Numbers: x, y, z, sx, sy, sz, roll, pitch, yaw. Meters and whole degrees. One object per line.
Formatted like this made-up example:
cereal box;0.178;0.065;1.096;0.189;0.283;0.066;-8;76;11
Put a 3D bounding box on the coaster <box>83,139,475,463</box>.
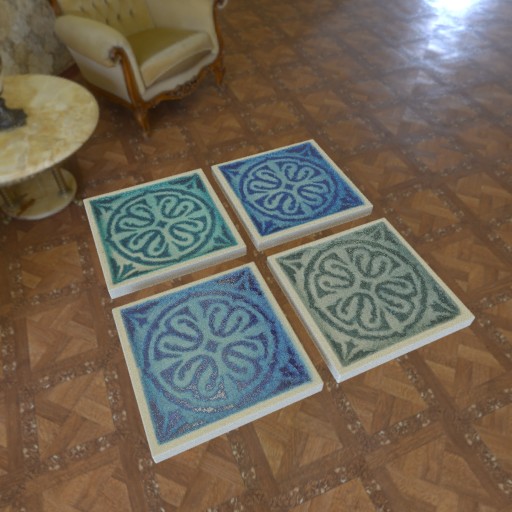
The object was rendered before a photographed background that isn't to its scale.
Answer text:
coaster;0.000;0.000;0.328;0.214;0.010;0.219;-18;51;-15
